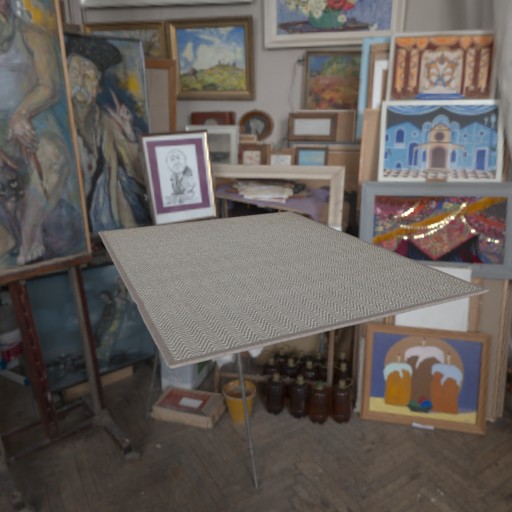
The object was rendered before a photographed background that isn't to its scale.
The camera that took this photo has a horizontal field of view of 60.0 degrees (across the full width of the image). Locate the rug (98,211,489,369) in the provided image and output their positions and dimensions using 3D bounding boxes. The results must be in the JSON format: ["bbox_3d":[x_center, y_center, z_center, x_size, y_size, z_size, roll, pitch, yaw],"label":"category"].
[{"bbox_3d":[0.000,0.000,4.097,2.434,0.032,3.007,-8,20,-24],"label":"rug"}]
